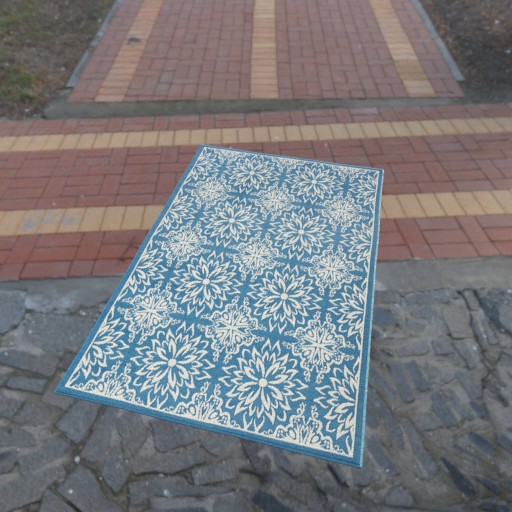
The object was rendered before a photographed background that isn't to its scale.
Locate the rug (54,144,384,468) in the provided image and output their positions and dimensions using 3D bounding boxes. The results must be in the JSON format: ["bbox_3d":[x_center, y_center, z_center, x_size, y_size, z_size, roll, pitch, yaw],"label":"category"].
[{"bbox_3d":[0.000,0.000,3.434,1.830,0.018,2.769,10,47,9],"label":"rug"}]
